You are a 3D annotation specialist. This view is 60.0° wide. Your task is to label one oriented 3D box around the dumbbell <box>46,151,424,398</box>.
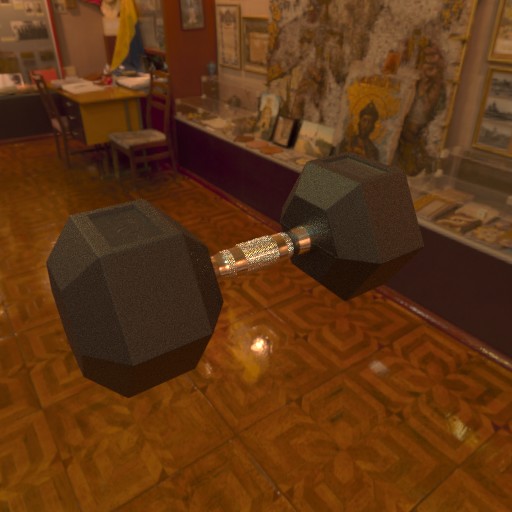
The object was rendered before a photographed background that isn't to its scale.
[{"bbox_3d":[0.000,0.000,0.435,0.361,0.137,0.157,-19,35,-28],"label":"dumbbell"}]
